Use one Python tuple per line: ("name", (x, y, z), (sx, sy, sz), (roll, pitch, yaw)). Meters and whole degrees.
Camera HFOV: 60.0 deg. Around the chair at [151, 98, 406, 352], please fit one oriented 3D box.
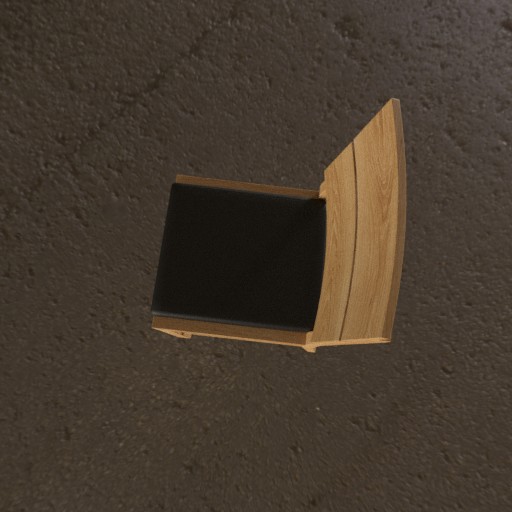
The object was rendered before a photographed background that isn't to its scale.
("chair", (0.000, 0.000, 1.296), (0.569, 0.950, 0.475), (6, 76, 1))
